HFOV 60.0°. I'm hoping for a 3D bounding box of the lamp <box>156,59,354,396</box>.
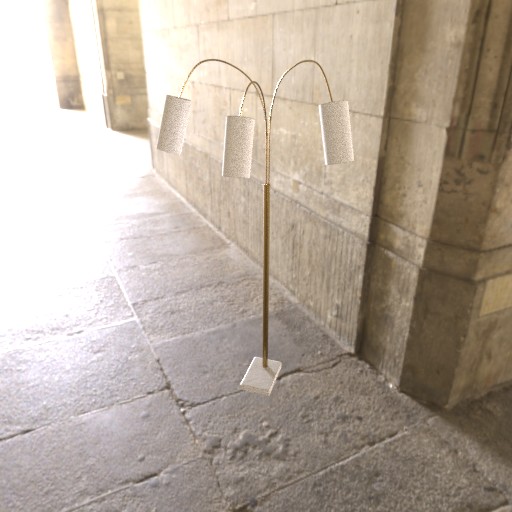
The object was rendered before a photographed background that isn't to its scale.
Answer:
[{"bbox_3d":[0.000,0.000,2.537,1.020,2.055,0.667,8,26,16],"label":"lamp"}]
